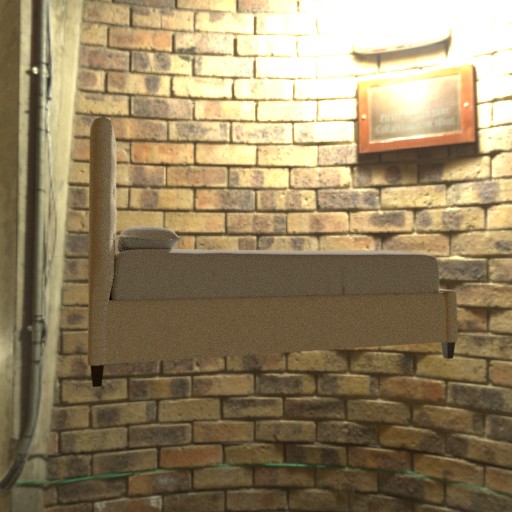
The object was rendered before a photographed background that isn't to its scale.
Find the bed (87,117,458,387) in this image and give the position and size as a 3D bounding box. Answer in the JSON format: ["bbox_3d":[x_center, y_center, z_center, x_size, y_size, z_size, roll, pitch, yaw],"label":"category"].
[{"bbox_3d":[0.000,0.000,3.475,2.387,1.427,1.698,0,-1,-18],"label":"bed"}]
